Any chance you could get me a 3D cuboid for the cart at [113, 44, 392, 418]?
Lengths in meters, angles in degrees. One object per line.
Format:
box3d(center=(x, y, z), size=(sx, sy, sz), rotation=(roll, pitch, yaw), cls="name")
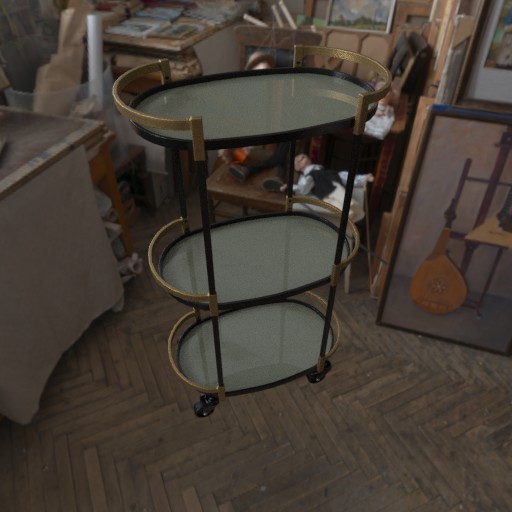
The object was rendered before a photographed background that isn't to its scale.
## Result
box3d(center=(0.000, 0.000, 1.107), size=(0.515, 0.885, 0.311), rotation=(-13, 43, -14), cls="cart")
